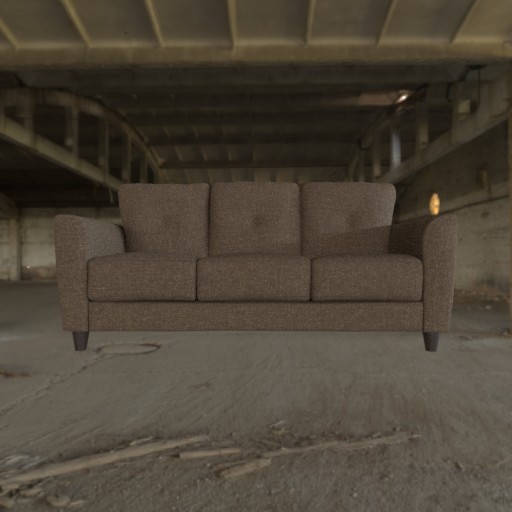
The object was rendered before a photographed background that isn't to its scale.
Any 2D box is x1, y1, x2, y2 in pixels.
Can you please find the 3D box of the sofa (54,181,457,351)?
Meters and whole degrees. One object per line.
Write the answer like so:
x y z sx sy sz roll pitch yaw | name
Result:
0.000 0.000 2.409 1.847 0.891 0.837 0 0 0 | sofa
